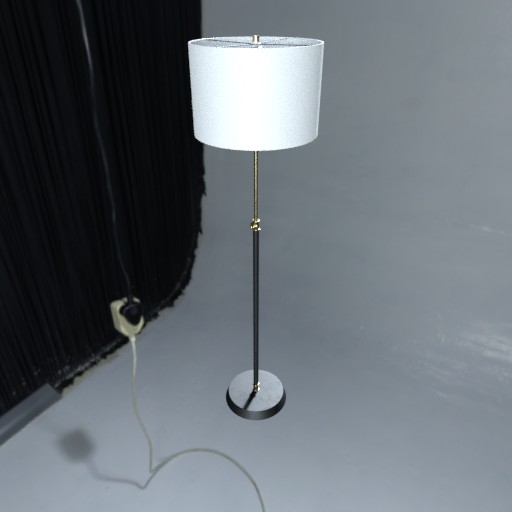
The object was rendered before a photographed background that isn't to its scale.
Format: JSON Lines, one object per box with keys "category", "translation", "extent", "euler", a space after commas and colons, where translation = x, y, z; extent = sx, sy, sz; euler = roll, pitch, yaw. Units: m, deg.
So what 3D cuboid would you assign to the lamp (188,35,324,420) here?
{"category": "lamp", "translation": [0.000, 0.000, 1.701], "extent": [0.404, 1.517, 0.404], "euler": [18, 35, 28]}
